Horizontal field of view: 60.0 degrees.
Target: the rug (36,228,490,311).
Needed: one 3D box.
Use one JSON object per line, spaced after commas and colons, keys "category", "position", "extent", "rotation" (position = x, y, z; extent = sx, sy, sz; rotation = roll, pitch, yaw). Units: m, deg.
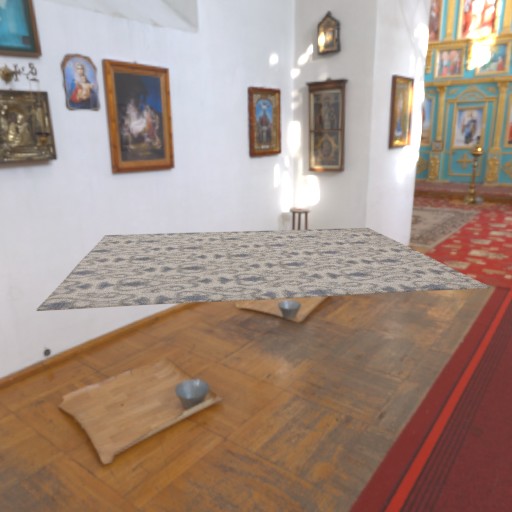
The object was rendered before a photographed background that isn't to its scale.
{"category": "rug", "position": [0.000, 0.000, 2.970], "extent": [2.261, 0.013, 1.676], "rotation": [-2, 15, -8]}
